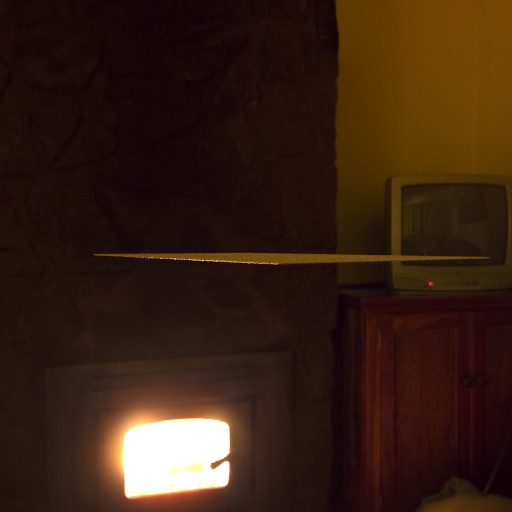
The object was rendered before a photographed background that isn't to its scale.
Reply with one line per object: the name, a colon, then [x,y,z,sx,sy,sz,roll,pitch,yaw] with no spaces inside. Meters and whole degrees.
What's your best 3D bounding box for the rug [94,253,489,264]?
rug: [0.000,0.000,3.058,1.523,0.008,2.438,-1,1,-35]
